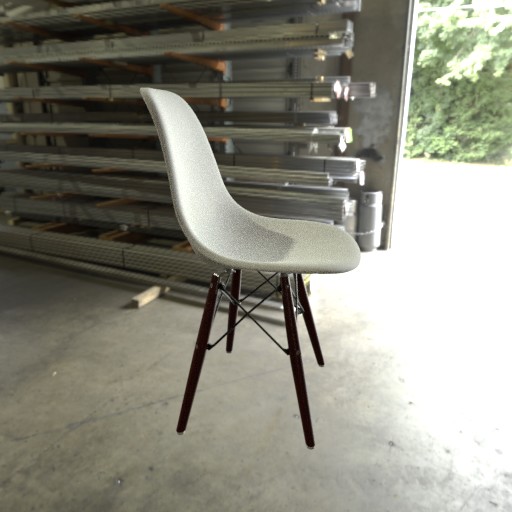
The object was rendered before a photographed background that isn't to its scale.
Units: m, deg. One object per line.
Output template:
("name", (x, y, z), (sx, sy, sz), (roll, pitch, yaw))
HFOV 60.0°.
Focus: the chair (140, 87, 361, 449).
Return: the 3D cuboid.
("chair", (0.000, 0.000, 1.158), (0.533, 0.826, 0.470), (3, 17, 11))
